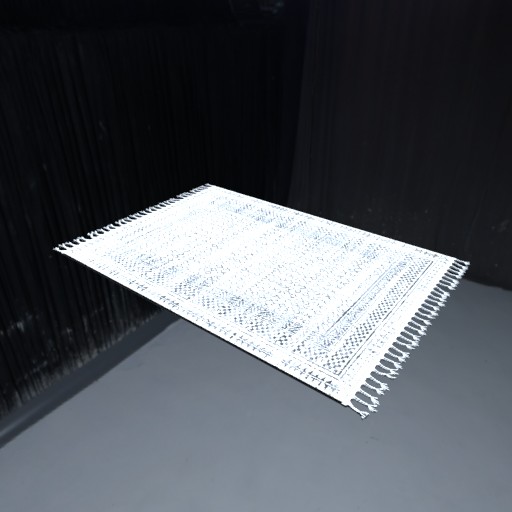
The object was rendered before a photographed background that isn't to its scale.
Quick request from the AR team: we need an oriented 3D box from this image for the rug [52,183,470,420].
[{"bbox_3d":[0.000,0.000,2.340,1.872,0.013,1.243,21,36,32],"label":"rug"}]
